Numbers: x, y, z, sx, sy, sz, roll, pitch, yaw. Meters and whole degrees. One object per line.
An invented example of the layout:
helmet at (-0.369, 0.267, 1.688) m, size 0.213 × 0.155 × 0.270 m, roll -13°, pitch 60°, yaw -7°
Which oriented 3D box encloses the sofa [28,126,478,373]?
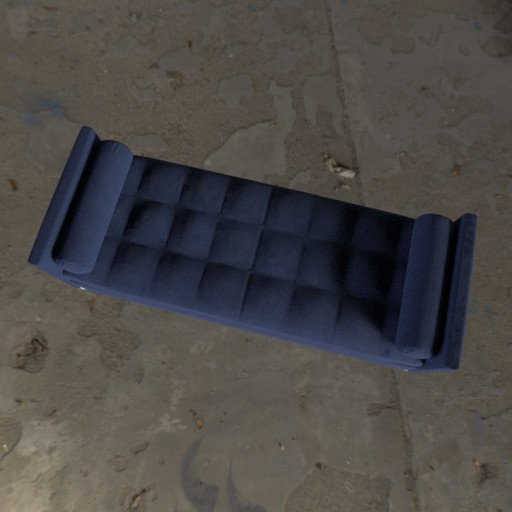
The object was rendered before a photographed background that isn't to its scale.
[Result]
sofa at (0.000, 0.000, 2.461) m, size 2.102 × 0.657 × 0.797 m, roll 14°, pitch 75°, yaw 4°
